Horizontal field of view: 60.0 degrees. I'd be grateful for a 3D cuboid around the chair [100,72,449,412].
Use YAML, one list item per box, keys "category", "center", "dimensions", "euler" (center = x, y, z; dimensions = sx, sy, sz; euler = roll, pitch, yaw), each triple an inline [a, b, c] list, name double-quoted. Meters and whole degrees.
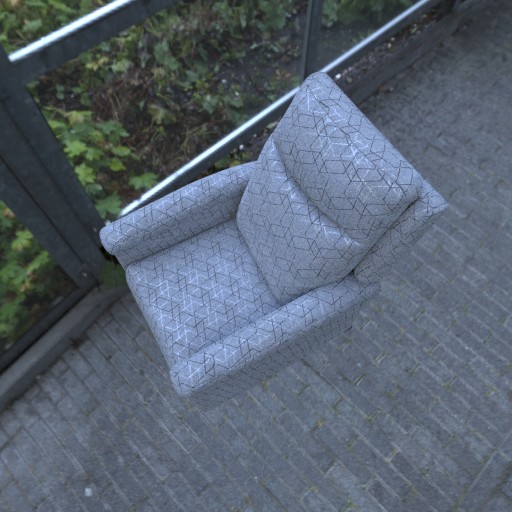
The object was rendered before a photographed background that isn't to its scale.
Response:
- category: "chair"
  center: [0.000, 0.000, 1.743]
  dimensions: [0.987, 1.048, 0.753]
  euler: [-28, 67, -13]
